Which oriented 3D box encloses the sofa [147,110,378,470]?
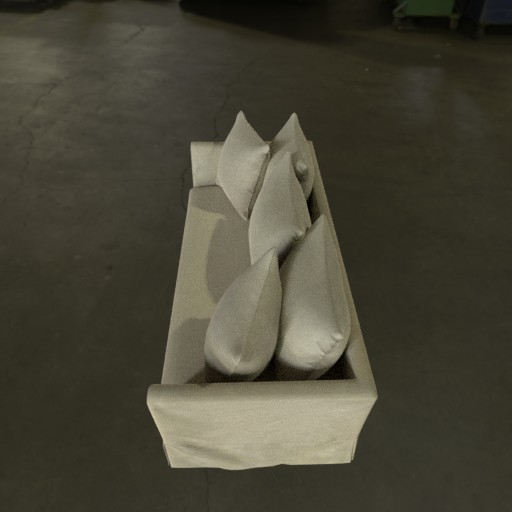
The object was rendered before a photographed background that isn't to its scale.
[{"bbox_3d":[0.000,0.000,2.830,1.031,1.034,2.290,-1,41,-1],"label":"sofa"}]
